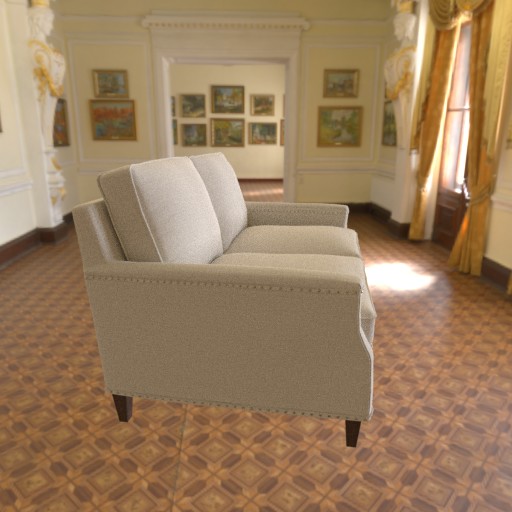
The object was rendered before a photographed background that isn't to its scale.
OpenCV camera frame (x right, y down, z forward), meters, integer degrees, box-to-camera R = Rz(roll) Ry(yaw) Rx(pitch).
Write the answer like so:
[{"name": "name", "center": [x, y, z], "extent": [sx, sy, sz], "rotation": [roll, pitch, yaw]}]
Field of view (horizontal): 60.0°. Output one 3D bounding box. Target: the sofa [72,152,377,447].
[{"name": "sofa", "center": [0.000, 0.000, 2.259], "extent": [1.084, 1.003, 1.597], "rotation": [3, 16, 9]}]
